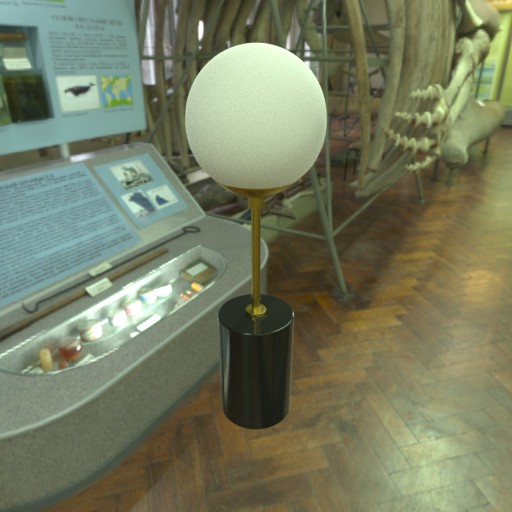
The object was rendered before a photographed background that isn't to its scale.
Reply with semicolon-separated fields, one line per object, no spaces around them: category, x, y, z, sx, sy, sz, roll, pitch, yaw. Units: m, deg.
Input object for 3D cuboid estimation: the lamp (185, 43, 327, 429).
lamp;0.000;0.000;0.554;0.153;0.480;0.153;0;25;0
